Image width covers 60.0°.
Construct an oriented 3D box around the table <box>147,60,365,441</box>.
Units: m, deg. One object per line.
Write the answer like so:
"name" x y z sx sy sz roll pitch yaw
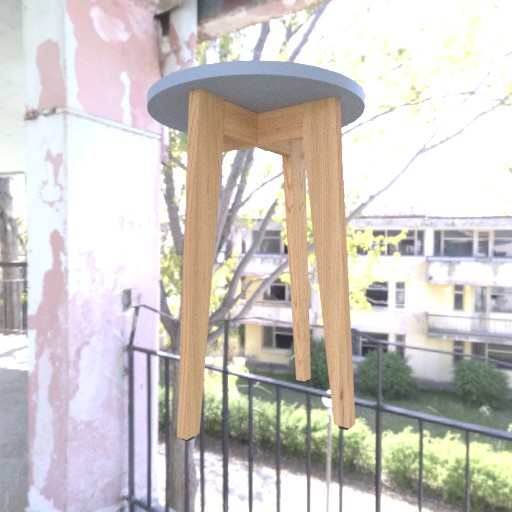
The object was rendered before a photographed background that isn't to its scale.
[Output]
"table" 0.000 0.000 0.737 0.350 0.500 0.350 0 1 0
